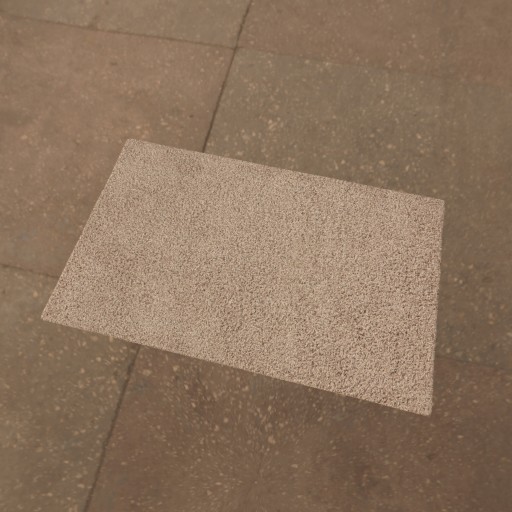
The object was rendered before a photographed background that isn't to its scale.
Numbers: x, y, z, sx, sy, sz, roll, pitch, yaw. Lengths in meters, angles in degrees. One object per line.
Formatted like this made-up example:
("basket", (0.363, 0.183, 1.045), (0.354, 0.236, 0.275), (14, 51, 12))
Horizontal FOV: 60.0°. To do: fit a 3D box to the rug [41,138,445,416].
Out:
("rug", (0.000, 0.000, 3.003), (2.438, 0.030, 1.524), (12, 64, 6))
